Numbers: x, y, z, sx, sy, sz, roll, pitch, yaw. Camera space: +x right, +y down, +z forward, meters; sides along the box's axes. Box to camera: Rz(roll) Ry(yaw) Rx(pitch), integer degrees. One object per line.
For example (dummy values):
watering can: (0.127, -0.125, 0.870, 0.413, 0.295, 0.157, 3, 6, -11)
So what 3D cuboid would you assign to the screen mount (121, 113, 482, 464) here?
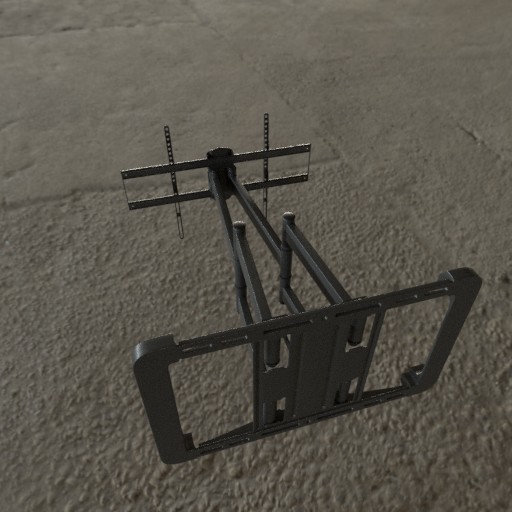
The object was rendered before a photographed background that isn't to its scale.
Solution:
screen mount: (0.000, 0.000, 1.317, 0.725, 0.483, 0.905, -11, 42, -13)
